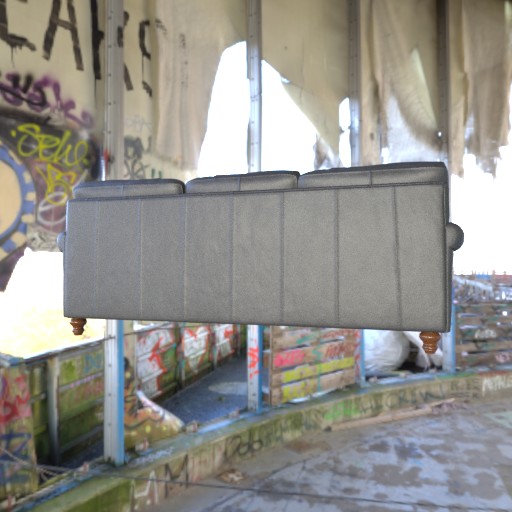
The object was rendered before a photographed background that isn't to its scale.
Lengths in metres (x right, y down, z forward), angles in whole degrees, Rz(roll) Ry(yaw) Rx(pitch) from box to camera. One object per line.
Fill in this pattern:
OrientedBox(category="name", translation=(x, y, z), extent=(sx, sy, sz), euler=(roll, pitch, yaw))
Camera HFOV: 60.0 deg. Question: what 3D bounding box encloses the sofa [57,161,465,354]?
OrientedBox(category="sofa", translation=(0.000, 0.000, 2.848), extent=(2.387, 0.977, 0.974), euler=(0, -1, 16))
